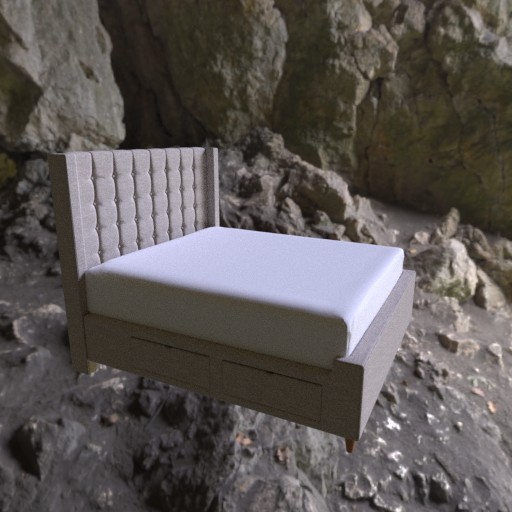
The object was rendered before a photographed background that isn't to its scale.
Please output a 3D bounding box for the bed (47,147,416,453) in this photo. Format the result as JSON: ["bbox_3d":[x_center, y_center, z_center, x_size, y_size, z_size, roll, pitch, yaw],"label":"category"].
[{"bbox_3d":[0.000,0.000,3.778,2.372,1.748,2.044,8,17,26],"label":"bed"}]
